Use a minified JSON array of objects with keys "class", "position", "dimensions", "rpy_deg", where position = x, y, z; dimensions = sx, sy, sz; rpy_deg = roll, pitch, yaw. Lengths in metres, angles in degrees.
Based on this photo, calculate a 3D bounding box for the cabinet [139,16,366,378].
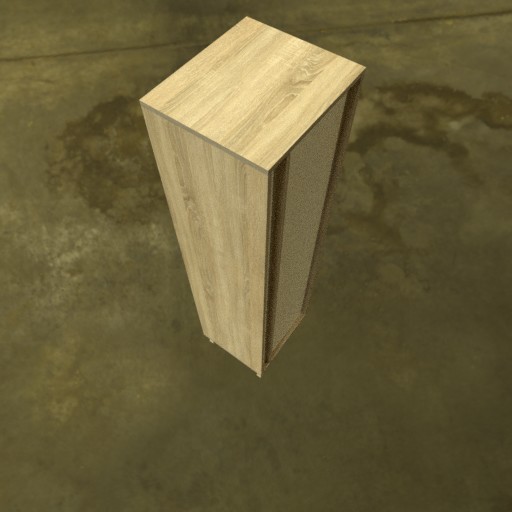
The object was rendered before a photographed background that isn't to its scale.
[{"class":"cabinet","position":[0.000,0.000,2.137],"dimensions":[0.450,1.960,0.510],"rpy_deg":[32,64,18]}]
